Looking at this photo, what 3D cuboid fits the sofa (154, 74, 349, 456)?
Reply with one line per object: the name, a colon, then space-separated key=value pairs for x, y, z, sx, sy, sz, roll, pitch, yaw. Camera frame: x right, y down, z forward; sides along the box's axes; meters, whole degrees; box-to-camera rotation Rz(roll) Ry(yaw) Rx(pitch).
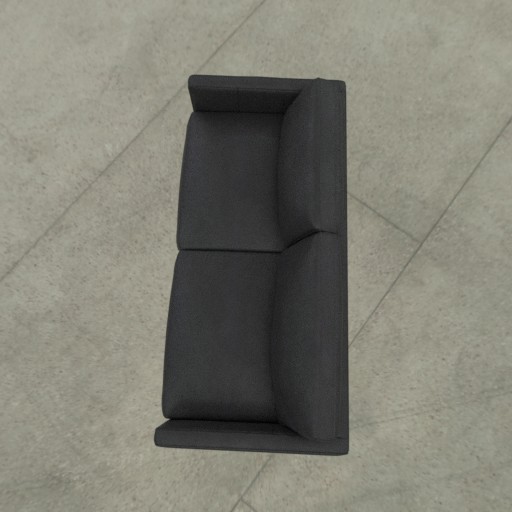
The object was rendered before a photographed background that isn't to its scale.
sofa: x=0.000 y=0.000 z=2.475 sx=0.933 sy=0.863 sz=1.971 roll=2 pitch=75 yaw=1
